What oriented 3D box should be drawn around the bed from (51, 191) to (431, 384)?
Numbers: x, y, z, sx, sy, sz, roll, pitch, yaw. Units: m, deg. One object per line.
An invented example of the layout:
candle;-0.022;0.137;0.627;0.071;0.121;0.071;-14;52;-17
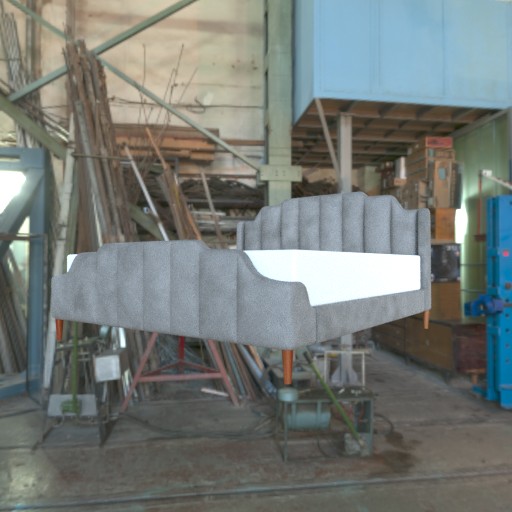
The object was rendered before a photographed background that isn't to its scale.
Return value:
bed;0.000;0.000;3.546;2.074;1.245;2.340;-1;-1;37
